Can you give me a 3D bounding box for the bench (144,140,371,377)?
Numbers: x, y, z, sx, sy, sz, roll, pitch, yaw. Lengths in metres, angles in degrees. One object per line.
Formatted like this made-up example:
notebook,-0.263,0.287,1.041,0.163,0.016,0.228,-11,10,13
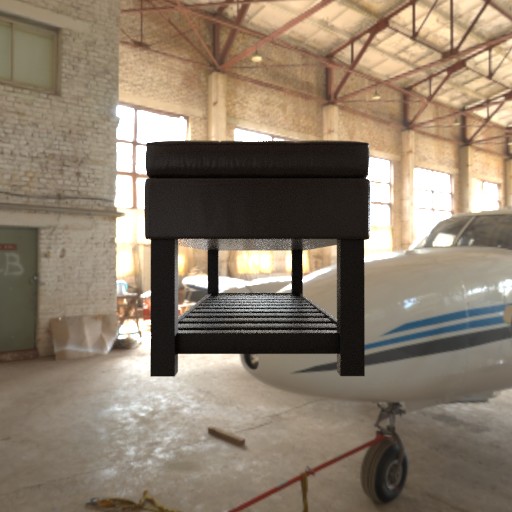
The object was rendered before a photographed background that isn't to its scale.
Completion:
bench,0.000,0.000,1.370,0.432,0.460,1.105,0,0,0
